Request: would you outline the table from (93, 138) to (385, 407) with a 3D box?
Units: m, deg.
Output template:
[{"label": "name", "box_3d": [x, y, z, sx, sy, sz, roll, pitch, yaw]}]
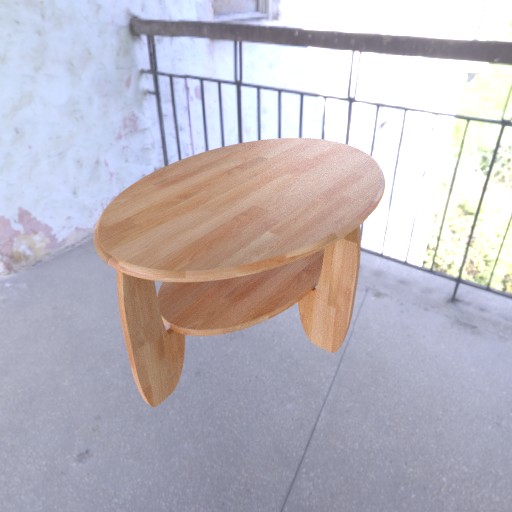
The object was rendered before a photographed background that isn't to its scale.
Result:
[{"label": "table", "box_3d": [0.000, 0.000, 1.426, 0.690, 0.490, 1.040, 21, 38, 30]}]
